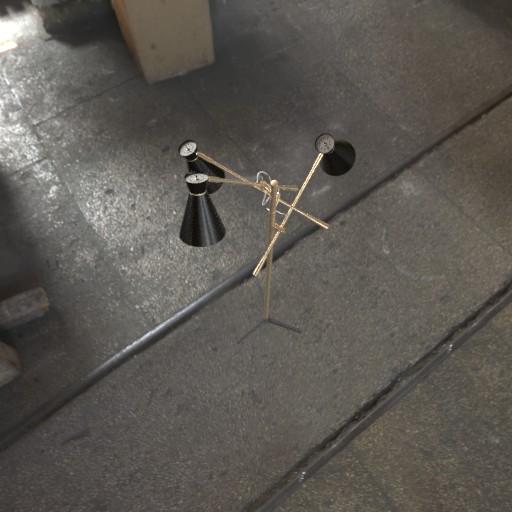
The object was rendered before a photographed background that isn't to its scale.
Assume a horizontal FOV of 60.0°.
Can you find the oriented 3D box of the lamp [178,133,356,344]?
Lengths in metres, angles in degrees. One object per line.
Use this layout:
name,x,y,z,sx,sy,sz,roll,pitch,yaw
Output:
lamp,0.000,0.000,2.215,0.653,1.804,0.750,18,65,9
